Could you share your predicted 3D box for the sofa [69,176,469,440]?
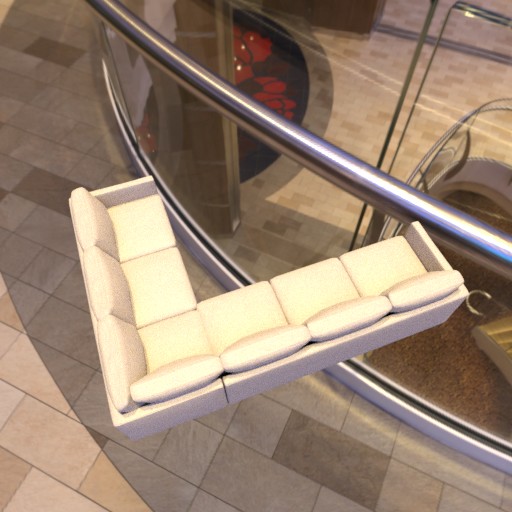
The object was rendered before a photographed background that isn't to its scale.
[{"bbox_3d":[0.000,0.000,4.577,3.333,0.934,2.522,-18,60,-11],"label":"sofa"}]
